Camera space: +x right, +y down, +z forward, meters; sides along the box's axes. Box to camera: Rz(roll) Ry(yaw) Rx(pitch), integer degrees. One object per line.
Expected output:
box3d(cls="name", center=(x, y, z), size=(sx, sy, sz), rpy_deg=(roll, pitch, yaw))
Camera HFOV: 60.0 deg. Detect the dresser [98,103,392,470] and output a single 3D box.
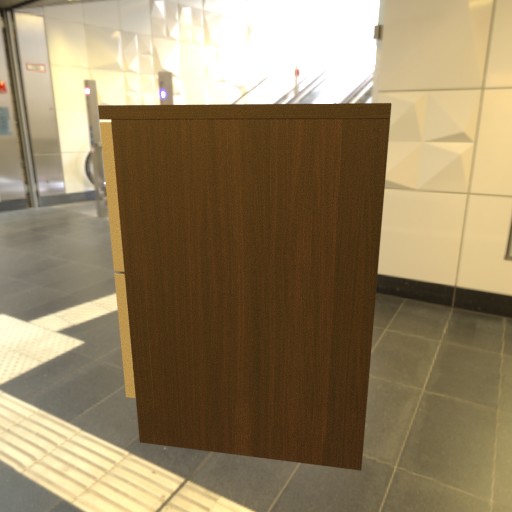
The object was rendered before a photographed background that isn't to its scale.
box3d(cls="dresser", center=(0.000, 0.000, 0.751), size=(0.360, 0.470, 0.400), rpy_deg=(3, 17, 10))
